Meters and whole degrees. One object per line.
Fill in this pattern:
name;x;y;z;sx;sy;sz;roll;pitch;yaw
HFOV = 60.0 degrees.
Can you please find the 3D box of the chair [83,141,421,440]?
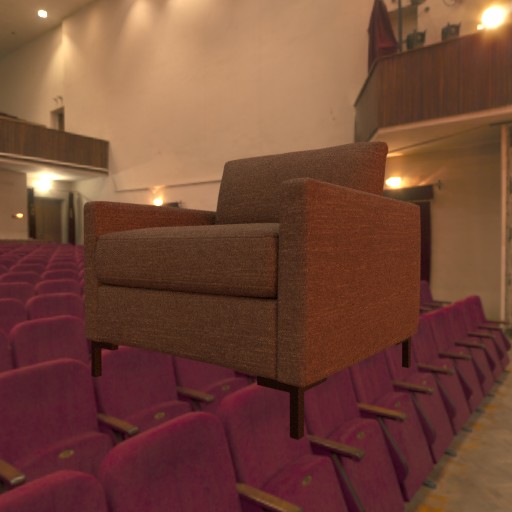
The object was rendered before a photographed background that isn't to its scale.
chair;0.000;0.000;1.596;0.940;0.841;0.845;1;1;37
